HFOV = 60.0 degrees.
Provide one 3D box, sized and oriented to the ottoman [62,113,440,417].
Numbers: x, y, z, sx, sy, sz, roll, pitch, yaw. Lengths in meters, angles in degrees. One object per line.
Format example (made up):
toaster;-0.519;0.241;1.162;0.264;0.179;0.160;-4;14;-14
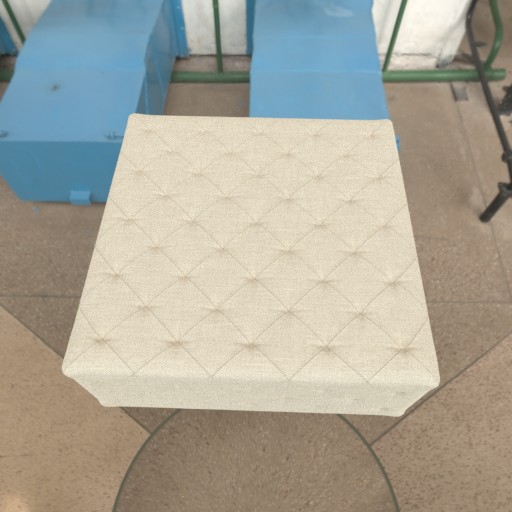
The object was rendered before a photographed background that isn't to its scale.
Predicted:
ottoman;0.000;0.000;1.614;1.028;0.439;1.028;2;58;1
